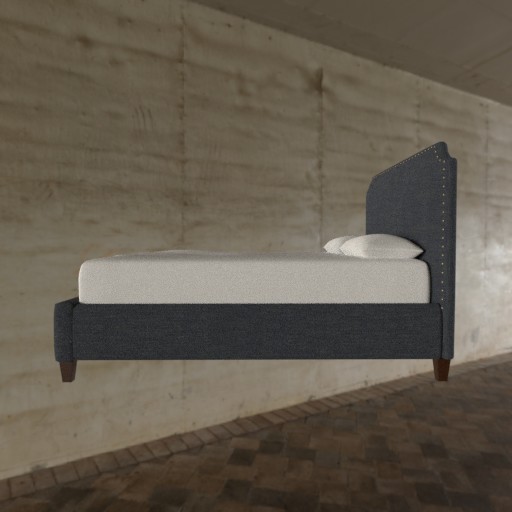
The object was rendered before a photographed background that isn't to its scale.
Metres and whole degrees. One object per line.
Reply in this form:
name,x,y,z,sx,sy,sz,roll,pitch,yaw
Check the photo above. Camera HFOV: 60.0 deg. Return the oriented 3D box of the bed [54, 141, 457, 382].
bed,0.000,0.000,3.413,2.372,1.443,1.713,0,2,-1
